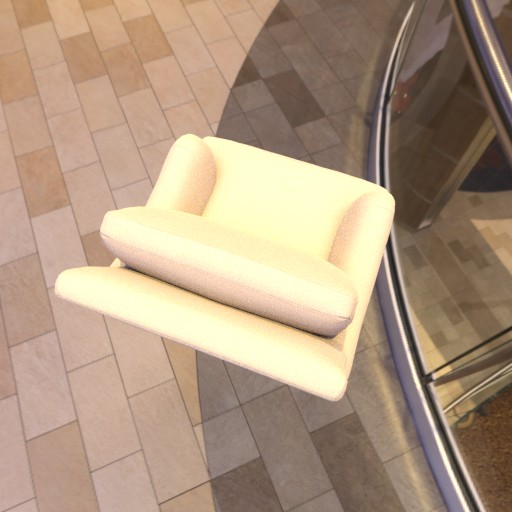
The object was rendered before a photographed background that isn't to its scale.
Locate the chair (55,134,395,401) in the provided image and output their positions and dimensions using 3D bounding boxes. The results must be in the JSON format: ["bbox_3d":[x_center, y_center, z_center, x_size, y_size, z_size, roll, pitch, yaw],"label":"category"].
[{"bbox_3d":[0.000,0.000,1.846,0.955,1.038,1.070,19,65,9],"label":"chair"}]
